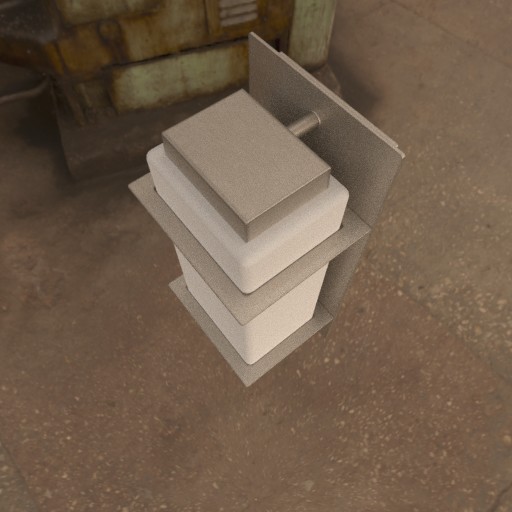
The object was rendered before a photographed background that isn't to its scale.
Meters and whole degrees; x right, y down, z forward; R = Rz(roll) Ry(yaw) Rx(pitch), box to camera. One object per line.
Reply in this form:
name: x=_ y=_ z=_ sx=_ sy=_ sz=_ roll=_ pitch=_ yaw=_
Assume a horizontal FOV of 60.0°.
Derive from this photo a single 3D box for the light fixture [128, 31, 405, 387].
light fixture: x=0.000 y=0.000 z=0.475 sx=0.160 sy=0.380 sz=0.168 roll=-35 pitch=67 yaw=-17
